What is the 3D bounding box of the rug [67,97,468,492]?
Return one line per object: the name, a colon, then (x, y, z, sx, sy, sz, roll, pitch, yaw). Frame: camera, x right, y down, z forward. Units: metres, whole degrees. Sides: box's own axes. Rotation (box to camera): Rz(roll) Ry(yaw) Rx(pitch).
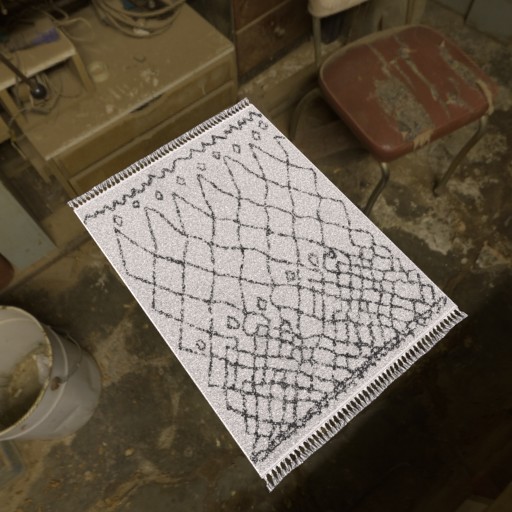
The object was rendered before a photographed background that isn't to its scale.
rug: (0.000, 0.000, 2.986, 1.613, 0.017, 2.312, -35, 70, -15)
